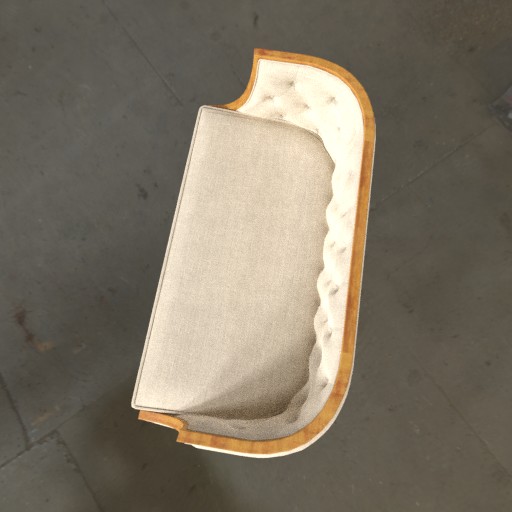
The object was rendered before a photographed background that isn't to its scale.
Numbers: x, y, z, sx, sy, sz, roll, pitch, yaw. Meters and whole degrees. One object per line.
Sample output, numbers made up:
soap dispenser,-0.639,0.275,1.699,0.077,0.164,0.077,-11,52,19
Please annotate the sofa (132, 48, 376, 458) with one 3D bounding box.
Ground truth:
sofa,0.000,0.000,1.890,0.770,0.775,1.474,9,74,3
